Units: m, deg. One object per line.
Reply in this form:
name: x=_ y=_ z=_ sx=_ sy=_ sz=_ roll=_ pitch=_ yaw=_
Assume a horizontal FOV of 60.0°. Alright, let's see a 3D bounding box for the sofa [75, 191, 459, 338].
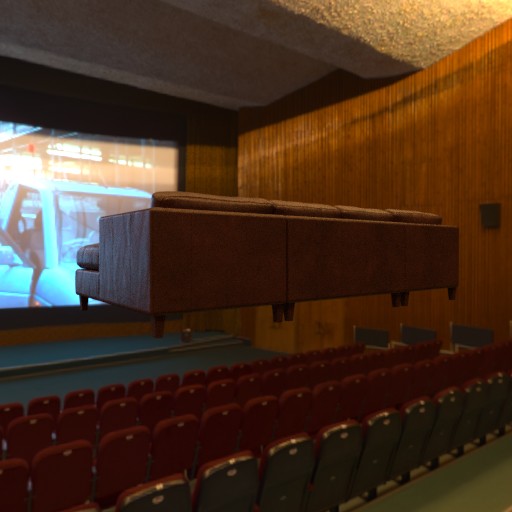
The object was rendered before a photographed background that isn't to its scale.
sofa: x=0.000 y=0.000 z=4.457 sx=3.324 sy=0.891 sz=2.452 roll=-1 pitch=1 yaw=-37
